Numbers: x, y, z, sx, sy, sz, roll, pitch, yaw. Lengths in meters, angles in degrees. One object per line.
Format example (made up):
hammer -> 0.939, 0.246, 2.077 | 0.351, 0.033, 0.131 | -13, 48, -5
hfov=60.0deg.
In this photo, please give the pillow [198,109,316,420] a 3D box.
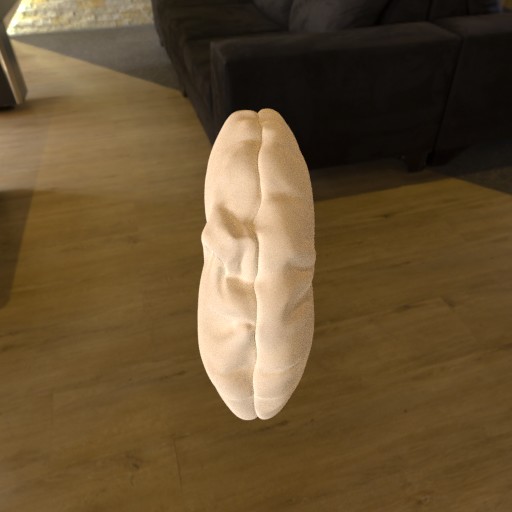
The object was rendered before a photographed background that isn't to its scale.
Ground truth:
pillow -> 0.000, 0.000, 0.649 | 0.148, 0.407, 0.428 | 0, 40, 0
